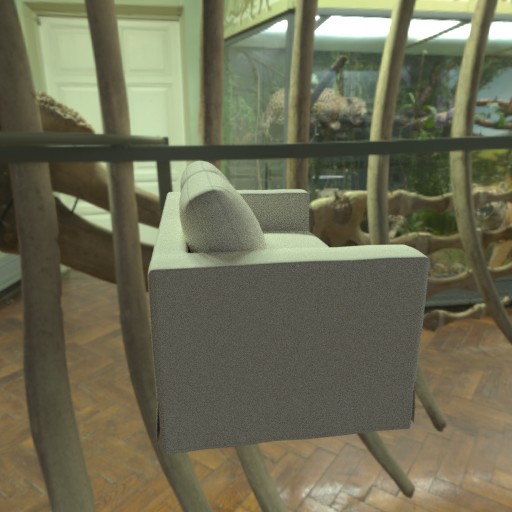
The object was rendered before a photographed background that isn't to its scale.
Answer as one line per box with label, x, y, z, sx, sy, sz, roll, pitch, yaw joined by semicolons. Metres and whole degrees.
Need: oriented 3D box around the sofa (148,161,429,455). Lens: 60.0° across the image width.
sofa;0.000;0.000;2.399;1.009;0.932;1.813;-3;16;-9
